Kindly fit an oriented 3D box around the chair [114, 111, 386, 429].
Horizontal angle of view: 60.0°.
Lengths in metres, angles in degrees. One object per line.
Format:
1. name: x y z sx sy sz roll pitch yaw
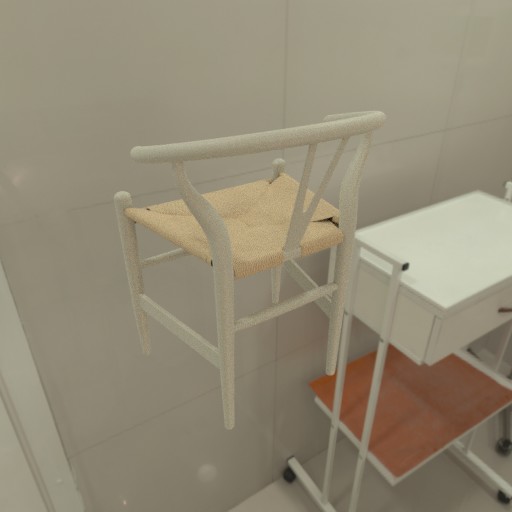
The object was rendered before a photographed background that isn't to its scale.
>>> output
1. chair: 0.000 0.000 1.082 0.533 0.736 0.500 -18 34 -29
